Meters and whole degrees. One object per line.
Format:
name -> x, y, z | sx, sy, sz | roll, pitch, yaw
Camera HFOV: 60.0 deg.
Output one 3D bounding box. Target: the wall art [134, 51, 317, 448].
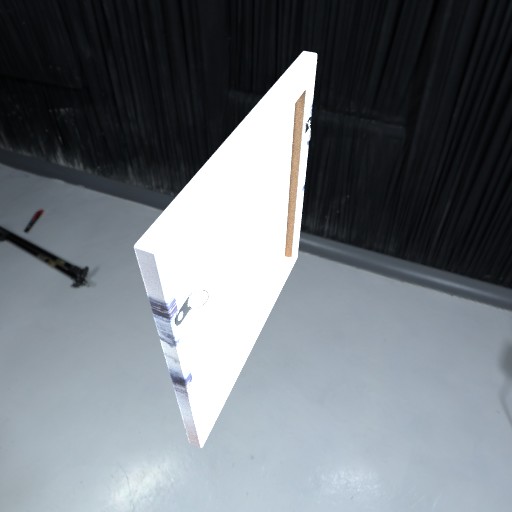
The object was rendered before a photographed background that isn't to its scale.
wall art -> 0.000, 0.000, 1.141 | 0.065, 0.747, 0.755 | 17, 49, 16
